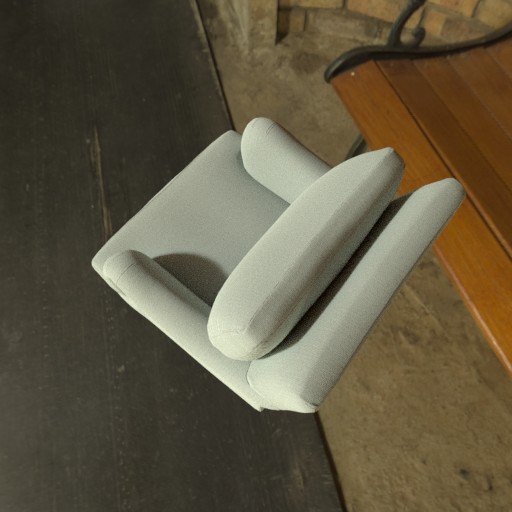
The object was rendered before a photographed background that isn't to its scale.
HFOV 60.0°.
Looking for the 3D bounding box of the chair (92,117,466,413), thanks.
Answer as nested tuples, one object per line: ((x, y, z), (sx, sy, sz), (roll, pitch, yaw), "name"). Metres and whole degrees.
((0.000, 0.000, 1.827), (1.070, 1.038, 0.955), (35, 69, 16), "chair")
